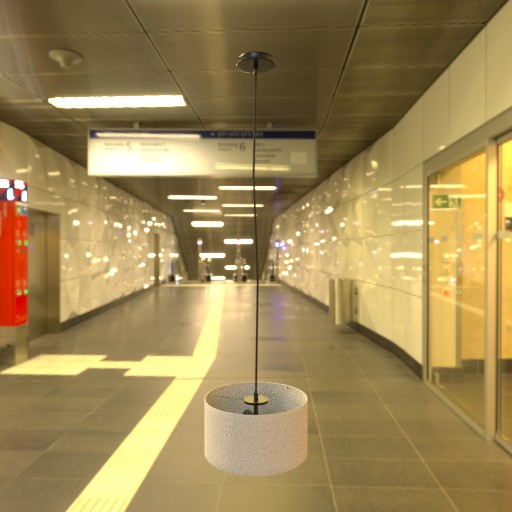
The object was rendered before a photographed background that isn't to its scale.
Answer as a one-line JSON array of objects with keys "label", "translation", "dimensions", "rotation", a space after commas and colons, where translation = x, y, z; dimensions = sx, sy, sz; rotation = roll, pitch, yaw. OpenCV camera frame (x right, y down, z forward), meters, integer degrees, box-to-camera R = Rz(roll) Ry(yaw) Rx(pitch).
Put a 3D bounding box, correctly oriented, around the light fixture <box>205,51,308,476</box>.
[{"label": "light fixture", "translation": [0.000, 0.000, 1.722], "dimensions": [0.399, 1.516, 0.399], "rotation": [0, 0, 0]}]
